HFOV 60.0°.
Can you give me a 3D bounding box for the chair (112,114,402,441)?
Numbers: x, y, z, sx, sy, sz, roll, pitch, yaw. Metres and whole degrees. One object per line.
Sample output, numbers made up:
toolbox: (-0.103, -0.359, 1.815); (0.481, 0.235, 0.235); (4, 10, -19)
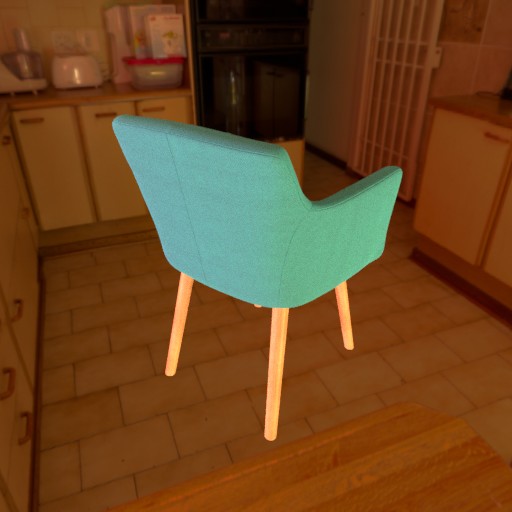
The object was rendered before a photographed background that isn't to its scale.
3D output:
chair: (0.000, 0.000, 1.188); (0.570, 0.780, 0.540); (21, 35, 32)
